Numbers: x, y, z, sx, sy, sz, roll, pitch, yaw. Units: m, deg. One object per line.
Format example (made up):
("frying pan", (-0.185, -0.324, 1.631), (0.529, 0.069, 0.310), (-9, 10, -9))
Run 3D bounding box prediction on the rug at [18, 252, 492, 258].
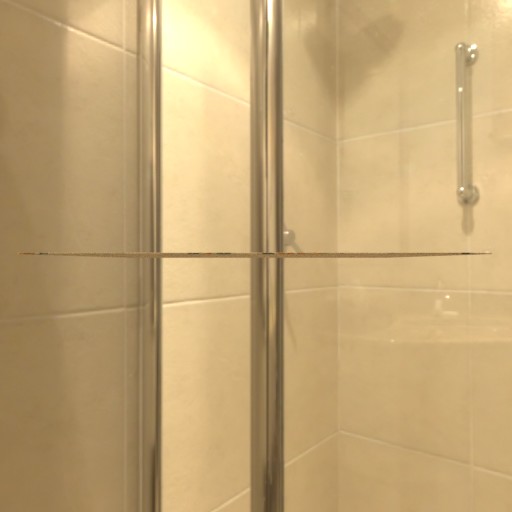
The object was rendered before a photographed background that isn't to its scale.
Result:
("rug", (0.000, 0.000, 4.048), (3.048, 0.010, 2.439), (0, -1, 1))
